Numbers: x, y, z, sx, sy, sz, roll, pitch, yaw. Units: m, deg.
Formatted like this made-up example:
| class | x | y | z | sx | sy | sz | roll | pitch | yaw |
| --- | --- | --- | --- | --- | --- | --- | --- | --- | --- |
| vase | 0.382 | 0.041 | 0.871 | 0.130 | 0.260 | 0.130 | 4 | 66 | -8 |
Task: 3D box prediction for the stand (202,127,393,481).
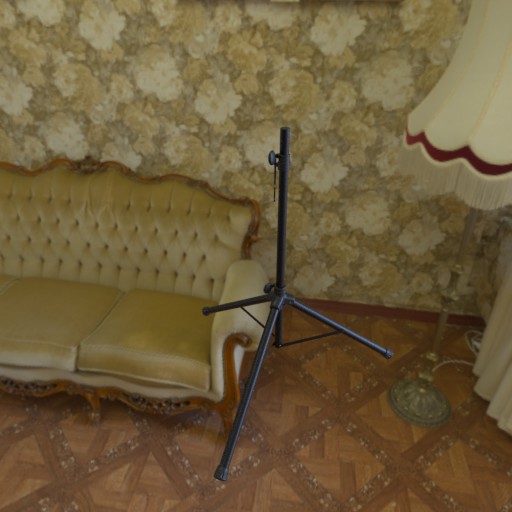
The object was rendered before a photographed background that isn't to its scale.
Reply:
| class | x | y | z | sx | sy | sz | roll | pitch | yaw |
| --- | --- | --- | --- | --- | --- | --- | --- | --- | --- |
| stand | 0.000 | 0.000 | 1.886 | 1.045 | 1.136 | 0.907 | -21 | 36 | -33 |
